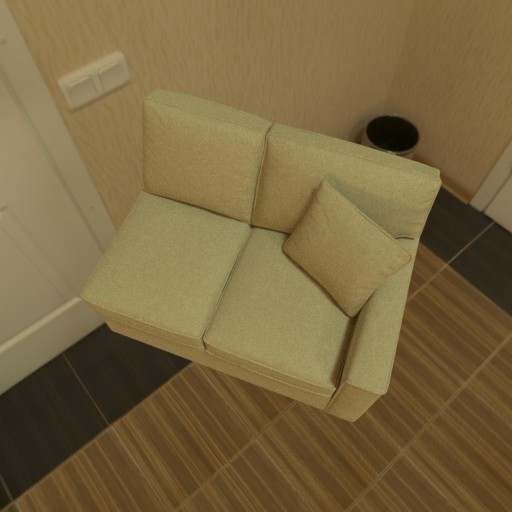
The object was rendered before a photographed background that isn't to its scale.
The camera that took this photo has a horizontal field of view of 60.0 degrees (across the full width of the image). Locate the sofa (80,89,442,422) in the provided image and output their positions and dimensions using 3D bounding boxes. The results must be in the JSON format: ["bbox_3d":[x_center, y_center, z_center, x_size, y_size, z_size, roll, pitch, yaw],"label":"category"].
[{"bbox_3d":[0.000,0.000,2.115,1.388,0.989,0.991,18,61,10],"label":"sofa"}]
